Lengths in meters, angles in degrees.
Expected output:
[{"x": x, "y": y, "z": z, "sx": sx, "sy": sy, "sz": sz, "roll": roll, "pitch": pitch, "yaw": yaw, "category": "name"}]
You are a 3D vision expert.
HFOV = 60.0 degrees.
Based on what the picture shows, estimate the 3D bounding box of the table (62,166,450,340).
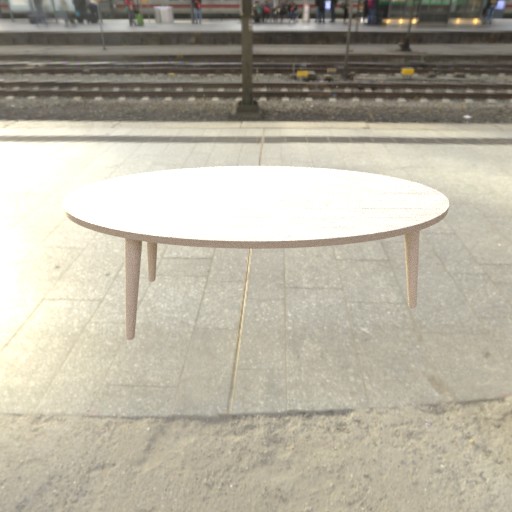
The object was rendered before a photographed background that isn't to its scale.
[{"x": 0.000, "y": 0.000, "z": 1.359, "sx": 1.083, "sy": 0.390, "sz": 0.542, "roll": 0, "pitch": 30, "yaw": 0, "category": "table"}]
